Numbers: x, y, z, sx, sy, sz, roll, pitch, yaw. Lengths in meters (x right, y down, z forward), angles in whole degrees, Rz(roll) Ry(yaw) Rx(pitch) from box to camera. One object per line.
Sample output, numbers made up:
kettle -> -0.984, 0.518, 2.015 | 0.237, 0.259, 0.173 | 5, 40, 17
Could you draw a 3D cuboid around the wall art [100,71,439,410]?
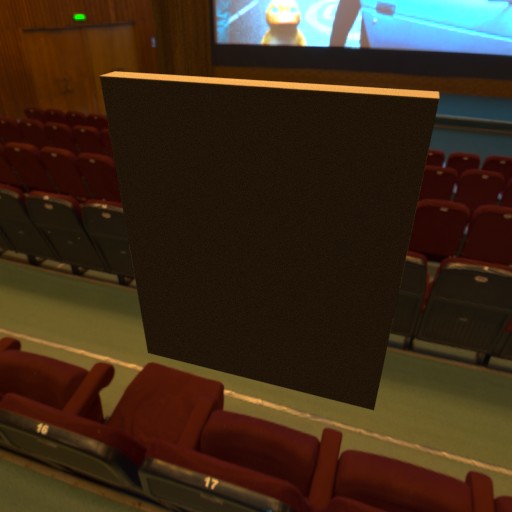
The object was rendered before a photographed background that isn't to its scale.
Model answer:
wall art -> 0.000, 0.000, 0.692 | 0.435, 0.511, 0.037 | 10, 33, 16
